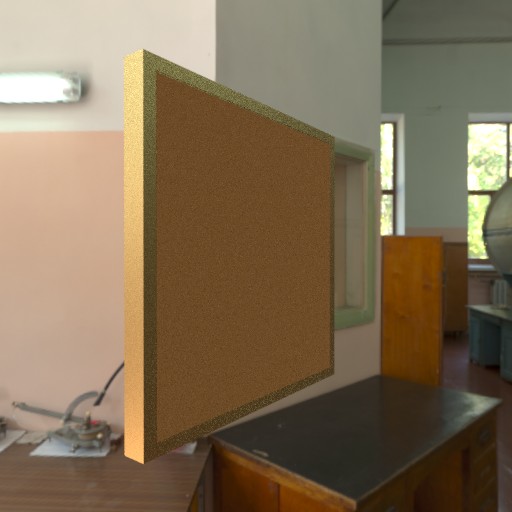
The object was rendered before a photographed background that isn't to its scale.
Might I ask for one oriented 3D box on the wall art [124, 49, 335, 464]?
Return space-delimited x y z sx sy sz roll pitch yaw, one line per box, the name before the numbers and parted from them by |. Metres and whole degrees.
wall art | 0.000 0.000 1.912 0.095 1.284 1.284 0 0 37
